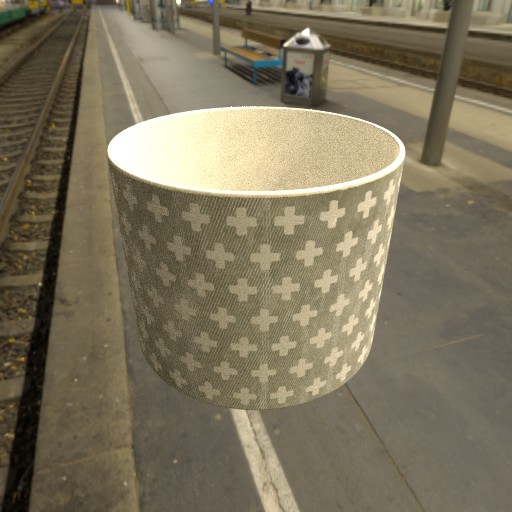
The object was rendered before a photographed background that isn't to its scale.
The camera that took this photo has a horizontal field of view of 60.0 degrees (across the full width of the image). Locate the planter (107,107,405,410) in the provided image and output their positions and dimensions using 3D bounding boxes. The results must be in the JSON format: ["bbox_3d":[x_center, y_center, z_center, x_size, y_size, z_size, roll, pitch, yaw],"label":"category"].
[{"bbox_3d":[0.000,0.000,0.446,0.250,0.239,0.250,0,31,0],"label":"planter"}]
